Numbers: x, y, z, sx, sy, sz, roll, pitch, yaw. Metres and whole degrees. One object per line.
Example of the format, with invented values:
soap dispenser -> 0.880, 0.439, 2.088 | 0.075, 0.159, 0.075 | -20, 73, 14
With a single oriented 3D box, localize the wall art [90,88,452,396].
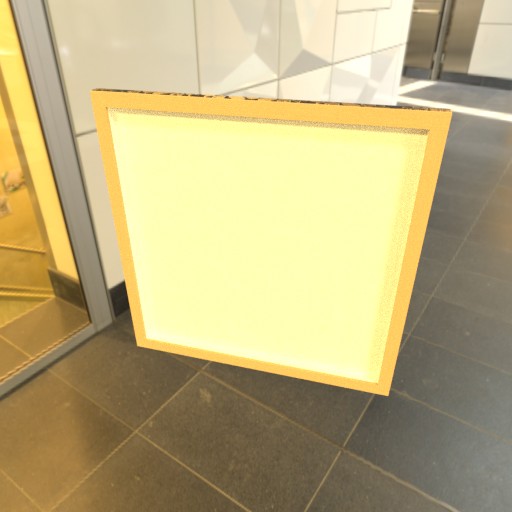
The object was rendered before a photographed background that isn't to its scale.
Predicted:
wall art -> 0.000, 0.000, 1.337 | 0.914, 0.914, 0.038 | 8, 32, 13
